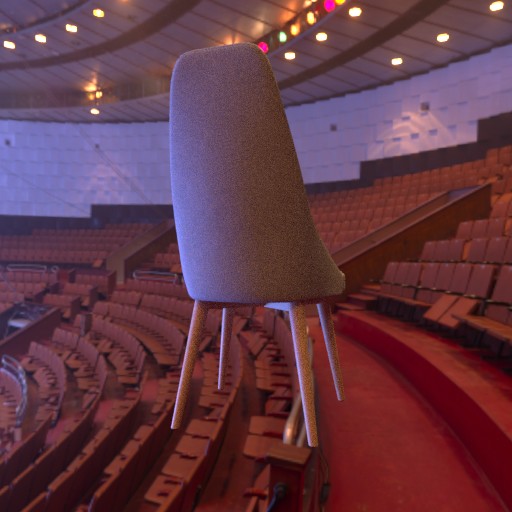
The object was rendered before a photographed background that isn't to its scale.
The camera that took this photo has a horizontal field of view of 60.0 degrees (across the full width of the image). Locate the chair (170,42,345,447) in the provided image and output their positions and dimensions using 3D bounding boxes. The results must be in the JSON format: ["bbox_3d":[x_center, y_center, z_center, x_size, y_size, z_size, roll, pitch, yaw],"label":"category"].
[{"bbox_3d":[0.000,0.000,1.403,0.510,1.040,0.660,0,-1,18],"label":"chair"}]
